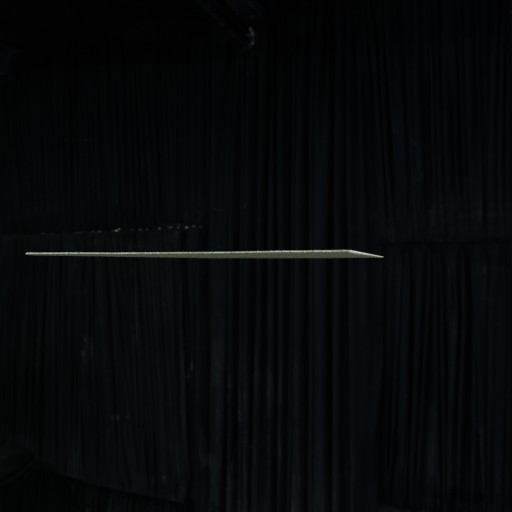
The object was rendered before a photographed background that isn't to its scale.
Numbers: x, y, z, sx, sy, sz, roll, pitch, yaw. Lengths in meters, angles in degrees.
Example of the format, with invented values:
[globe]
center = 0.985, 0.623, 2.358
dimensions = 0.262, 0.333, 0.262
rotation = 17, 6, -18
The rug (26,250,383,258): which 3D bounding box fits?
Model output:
[rug]
center = 0.000, 0.000, 2.213
dimensions = 1.143, 0.010, 1.758
rotation = 0, -1, 19
